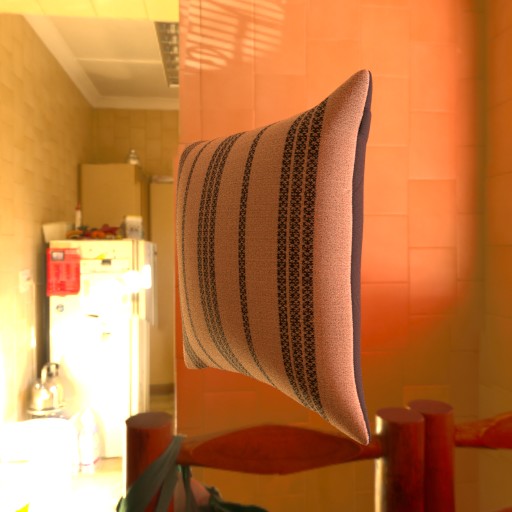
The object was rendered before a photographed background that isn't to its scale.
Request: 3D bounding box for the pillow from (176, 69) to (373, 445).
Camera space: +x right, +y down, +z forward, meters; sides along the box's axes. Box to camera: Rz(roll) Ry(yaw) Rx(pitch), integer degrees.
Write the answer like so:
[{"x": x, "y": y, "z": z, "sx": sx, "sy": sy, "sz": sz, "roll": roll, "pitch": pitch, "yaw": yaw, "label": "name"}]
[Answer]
[{"x": 0.000, "y": 0.000, "z": 0.637, "sx": 0.173, "sy": 0.406, "sz": 0.405, "roll": 0, "pitch": 1, "yaw": -37, "label": "pillow"}]
